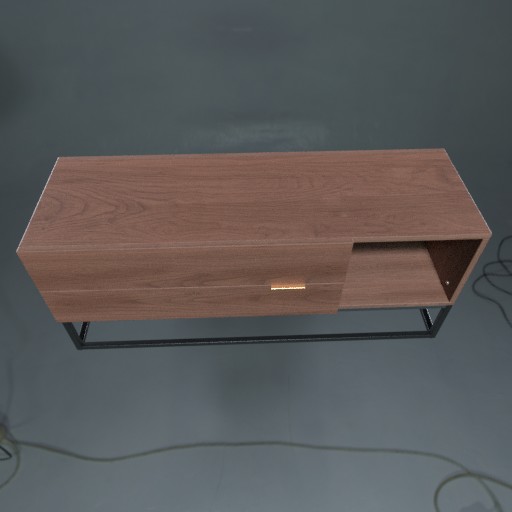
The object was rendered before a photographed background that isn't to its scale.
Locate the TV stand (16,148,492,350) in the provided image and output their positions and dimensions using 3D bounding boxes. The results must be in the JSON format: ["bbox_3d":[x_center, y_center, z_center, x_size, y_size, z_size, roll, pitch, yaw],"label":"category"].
[{"bbox_3d":[0.000,0.000,1.423,1.200,0.500,0.415,-2,48,-1],"label":"TV stand"}]
